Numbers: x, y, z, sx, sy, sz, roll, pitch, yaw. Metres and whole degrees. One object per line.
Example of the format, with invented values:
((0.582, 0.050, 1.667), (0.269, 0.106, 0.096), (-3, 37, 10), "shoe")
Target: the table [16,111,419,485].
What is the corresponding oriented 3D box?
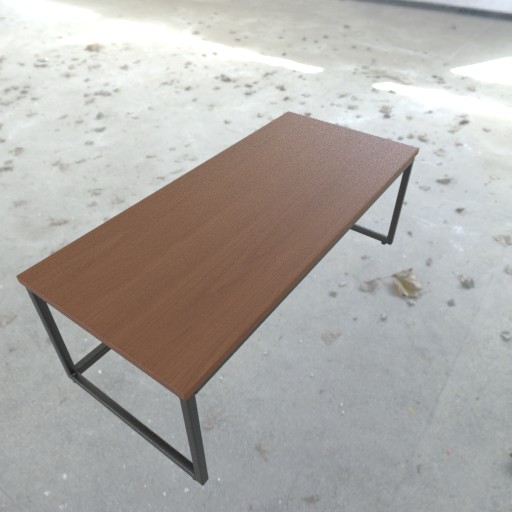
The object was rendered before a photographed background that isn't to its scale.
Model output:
((0.000, 0.000, 1.324), (0.500, 0.400, 1.100), (25, 47, 26), "table")
